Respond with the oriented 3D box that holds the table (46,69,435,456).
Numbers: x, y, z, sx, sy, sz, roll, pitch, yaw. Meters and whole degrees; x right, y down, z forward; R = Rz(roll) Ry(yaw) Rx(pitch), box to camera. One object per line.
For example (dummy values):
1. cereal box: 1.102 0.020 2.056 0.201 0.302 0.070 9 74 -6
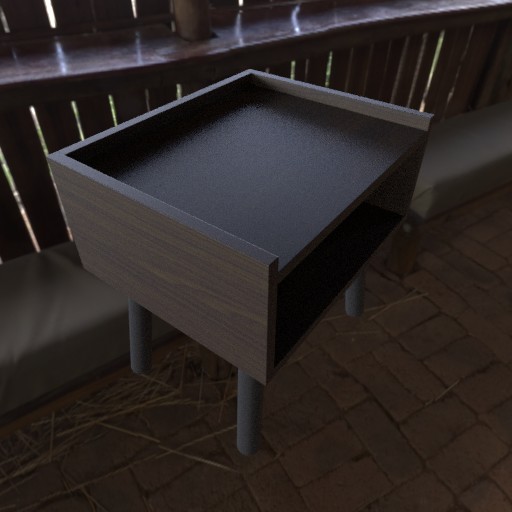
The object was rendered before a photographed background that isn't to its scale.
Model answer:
1. table: 0.000 0.000 0.802 0.370 0.470 0.450 26 47 27
